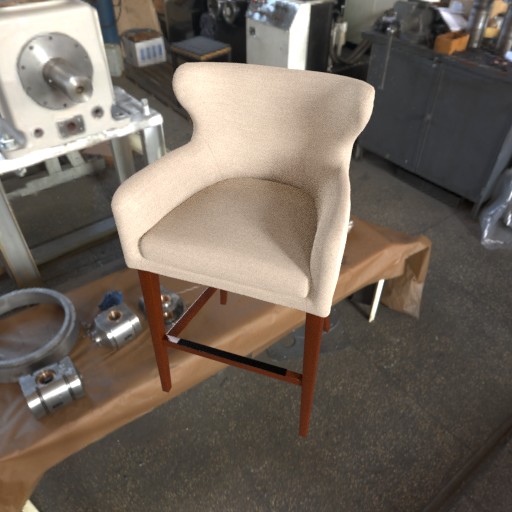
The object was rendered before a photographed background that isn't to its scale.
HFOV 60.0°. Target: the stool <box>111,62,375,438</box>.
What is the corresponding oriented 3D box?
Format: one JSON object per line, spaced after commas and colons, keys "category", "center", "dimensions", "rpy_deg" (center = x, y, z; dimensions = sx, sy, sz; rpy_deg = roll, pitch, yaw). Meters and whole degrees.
{"category": "stool", "center": [0.000, 0.000, 1.388], "dimensions": [0.556, 1.034, 0.563], "rpy_deg": [13, 43, 14]}
